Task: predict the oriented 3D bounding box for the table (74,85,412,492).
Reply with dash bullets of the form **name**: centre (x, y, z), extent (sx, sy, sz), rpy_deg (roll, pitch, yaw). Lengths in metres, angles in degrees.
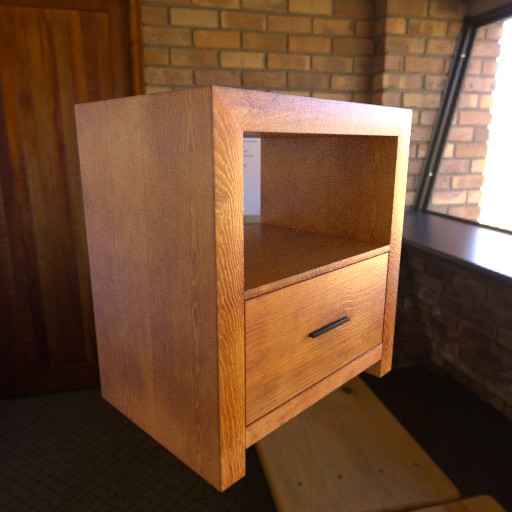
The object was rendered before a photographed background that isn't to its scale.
- **table**: centre (0.000, 0.000, 0.946), extent (0.400, 0.605, 0.550), rpy_deg (13, 19, 43)
